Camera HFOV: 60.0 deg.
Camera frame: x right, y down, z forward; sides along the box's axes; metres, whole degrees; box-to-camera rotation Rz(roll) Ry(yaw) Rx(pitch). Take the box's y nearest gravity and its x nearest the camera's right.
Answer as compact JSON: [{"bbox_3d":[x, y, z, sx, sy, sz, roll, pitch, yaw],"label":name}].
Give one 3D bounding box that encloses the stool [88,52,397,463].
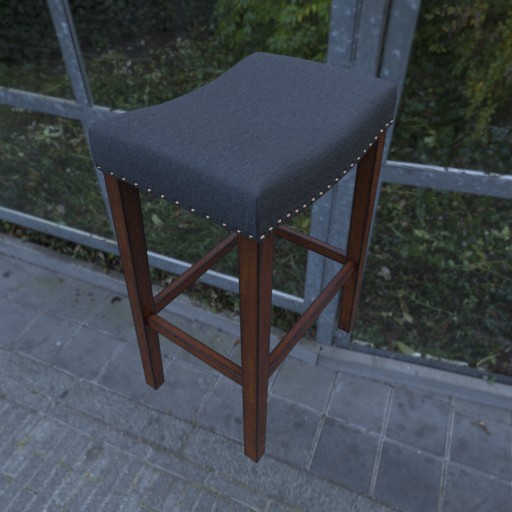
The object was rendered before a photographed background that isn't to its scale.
[{"bbox_3d":[0.000,0.000,1.017,0.366,0.748,0.502,25,47,26],"label":"stool"}]
